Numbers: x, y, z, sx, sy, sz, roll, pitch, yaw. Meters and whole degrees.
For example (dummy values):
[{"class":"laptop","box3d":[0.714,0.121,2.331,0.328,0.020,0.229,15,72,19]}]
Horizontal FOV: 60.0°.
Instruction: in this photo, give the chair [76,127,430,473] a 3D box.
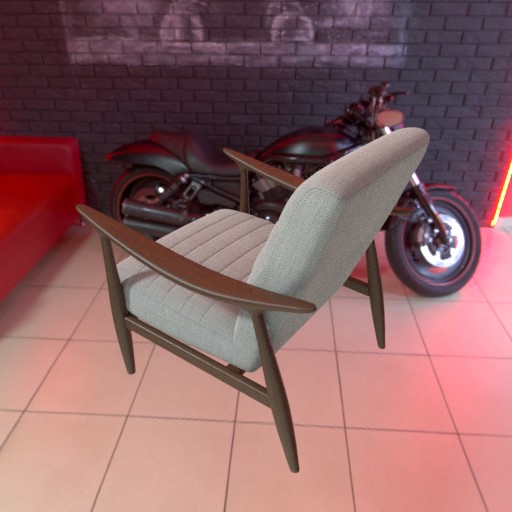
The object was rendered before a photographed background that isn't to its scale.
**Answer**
[{"class":"chair","box3d":[0.000,0.000,1.405,0.798,0.832,0.741,21,36,30]}]
